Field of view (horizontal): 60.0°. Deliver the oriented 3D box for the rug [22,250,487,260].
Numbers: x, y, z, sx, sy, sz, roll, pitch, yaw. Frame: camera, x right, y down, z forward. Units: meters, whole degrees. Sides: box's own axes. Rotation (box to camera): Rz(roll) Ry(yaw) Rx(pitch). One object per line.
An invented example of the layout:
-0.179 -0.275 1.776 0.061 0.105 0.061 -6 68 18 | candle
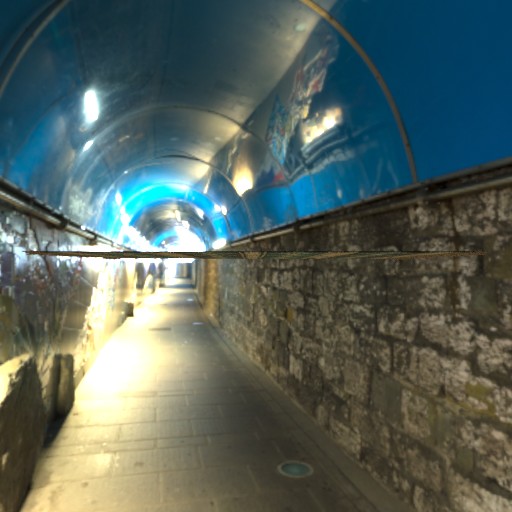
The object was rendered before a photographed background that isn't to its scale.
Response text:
0.000 0.000 2.410 1.936 0.028 1.181 0 -2 0 | rug
